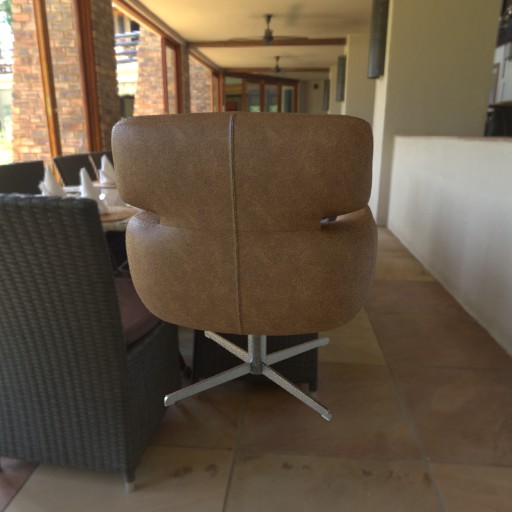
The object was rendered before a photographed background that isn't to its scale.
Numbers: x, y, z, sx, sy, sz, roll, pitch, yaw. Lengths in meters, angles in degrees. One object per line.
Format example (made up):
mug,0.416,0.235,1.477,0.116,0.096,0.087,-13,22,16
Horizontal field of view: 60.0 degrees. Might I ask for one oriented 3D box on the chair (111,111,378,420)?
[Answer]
chair,0.000,0.000,1.352,0.706,0.812,0.715,2,16,8
